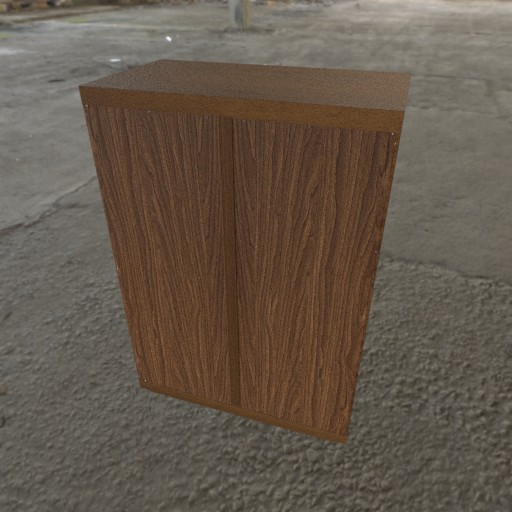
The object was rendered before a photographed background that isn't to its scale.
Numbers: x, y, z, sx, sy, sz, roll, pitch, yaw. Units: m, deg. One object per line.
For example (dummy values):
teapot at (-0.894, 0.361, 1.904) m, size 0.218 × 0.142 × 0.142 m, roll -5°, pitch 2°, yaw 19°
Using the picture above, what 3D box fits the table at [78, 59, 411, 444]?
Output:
table at (0.000, 0.000, 1.708) m, size 0.901 × 1.294 × 0.524 m, roll 10°, pitch 34°, yaw 15°
